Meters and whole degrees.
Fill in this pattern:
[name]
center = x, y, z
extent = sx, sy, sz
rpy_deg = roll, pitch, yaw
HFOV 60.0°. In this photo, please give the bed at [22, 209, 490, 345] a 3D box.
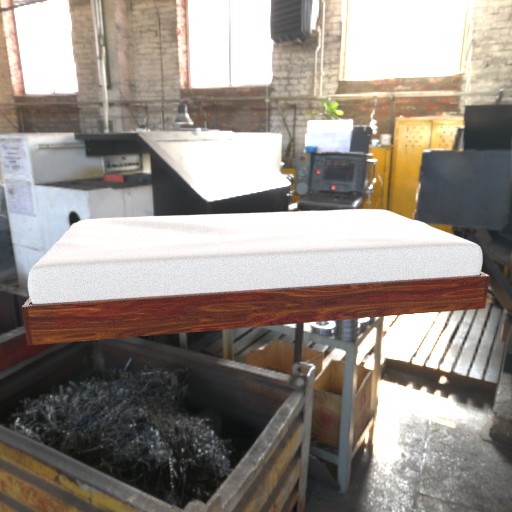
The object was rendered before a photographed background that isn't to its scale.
[bed]
center = 0.000, 0.000, 2.171
extent = 1.860, 0.312, 0.940
rpy_deg = -3, 16, -10
